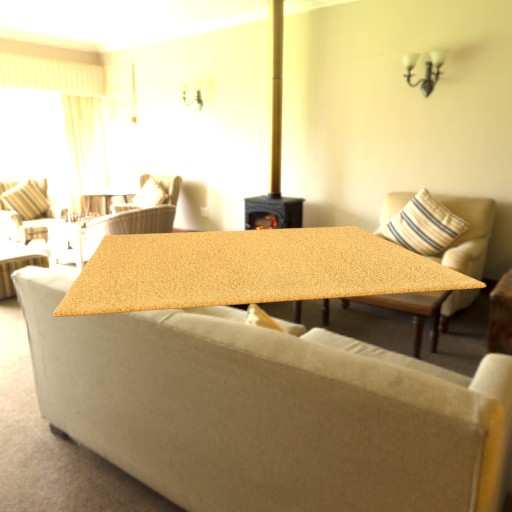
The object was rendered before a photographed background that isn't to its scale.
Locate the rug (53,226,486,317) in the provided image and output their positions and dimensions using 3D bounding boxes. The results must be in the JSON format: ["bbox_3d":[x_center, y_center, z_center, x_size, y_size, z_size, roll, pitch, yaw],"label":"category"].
[{"bbox_3d":[0.000,0.000,4.179,3.047,0.029,2.438,-3,15,-11],"label":"rug"}]
